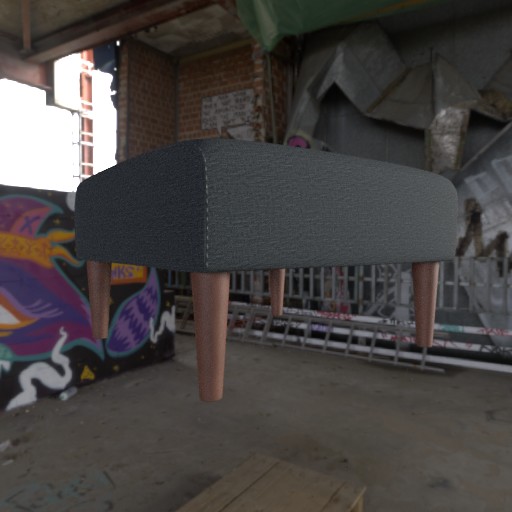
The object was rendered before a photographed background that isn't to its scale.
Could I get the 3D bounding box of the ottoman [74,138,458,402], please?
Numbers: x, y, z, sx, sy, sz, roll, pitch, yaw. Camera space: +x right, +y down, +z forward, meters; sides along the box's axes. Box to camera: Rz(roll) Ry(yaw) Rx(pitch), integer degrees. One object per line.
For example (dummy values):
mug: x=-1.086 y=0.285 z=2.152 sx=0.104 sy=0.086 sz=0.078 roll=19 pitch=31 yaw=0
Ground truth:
ottoman: x=0.000 y=0.000 z=1.022 sx=0.650 sy=0.398 sz=0.649 roll=-1 pitch=2 yaw=-37
